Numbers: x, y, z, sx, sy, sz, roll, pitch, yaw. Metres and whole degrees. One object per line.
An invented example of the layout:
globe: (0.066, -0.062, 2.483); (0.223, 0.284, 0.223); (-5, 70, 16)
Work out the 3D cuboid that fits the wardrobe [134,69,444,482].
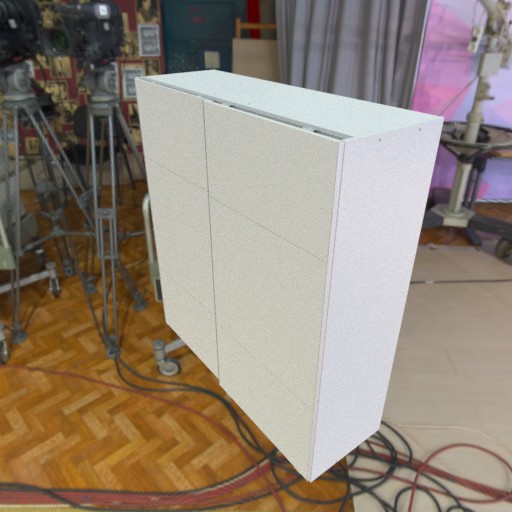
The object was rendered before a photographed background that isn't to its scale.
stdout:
wardrobe: (0.000, 0.000, 2.791); (0.629, 1.960, 1.780); (-21, 36, -31)
